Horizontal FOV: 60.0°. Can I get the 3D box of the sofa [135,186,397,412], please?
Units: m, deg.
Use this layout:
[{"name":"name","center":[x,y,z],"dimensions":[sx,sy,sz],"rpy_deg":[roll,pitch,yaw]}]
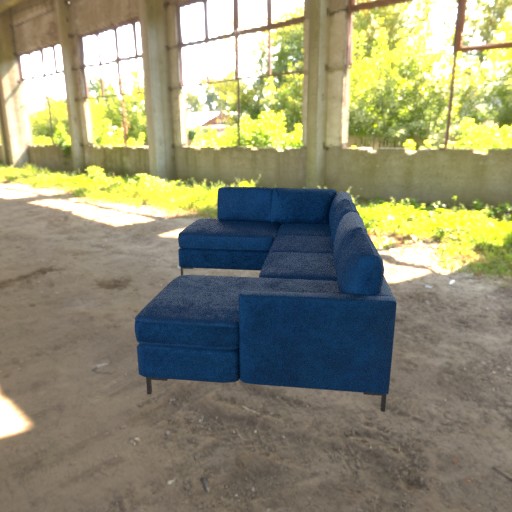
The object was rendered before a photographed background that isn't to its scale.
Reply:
[{"name":"sofa","center":[0.000,0.000,4.286],"dimensions":[2.055,0.992,3.434],"rpy_deg":[2,15,8]}]
